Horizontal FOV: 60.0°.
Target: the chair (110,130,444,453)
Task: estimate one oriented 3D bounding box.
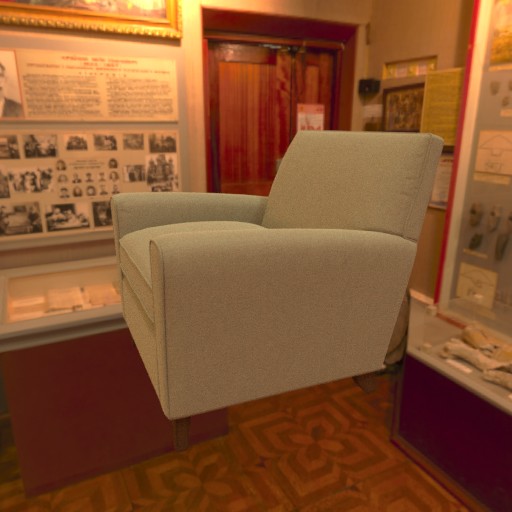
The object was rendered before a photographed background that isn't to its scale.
[{"bbox_3d":[0.000,0.000,1.572,0.871,0.846,0.840,-8,18,-24],"label":"chair"}]
